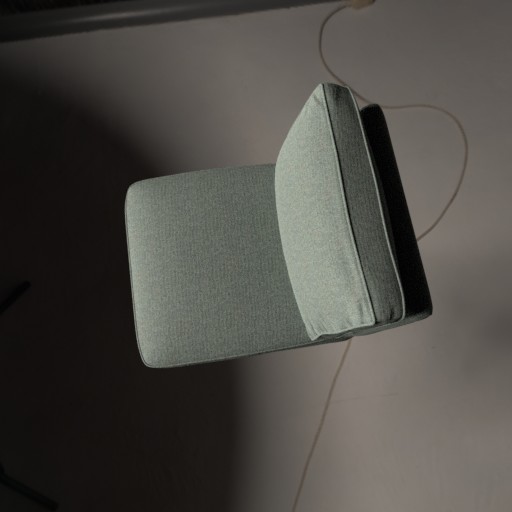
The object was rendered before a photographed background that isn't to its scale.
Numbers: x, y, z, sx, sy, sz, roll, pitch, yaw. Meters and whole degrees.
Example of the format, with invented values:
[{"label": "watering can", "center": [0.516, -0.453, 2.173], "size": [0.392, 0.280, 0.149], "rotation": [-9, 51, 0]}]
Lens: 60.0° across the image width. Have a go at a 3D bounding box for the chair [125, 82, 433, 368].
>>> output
[{"label": "chair", "center": [0.000, 0.000, 1.441], "size": [0.796, 0.901, 0.624], "rotation": [-9, 76, -2]}]
